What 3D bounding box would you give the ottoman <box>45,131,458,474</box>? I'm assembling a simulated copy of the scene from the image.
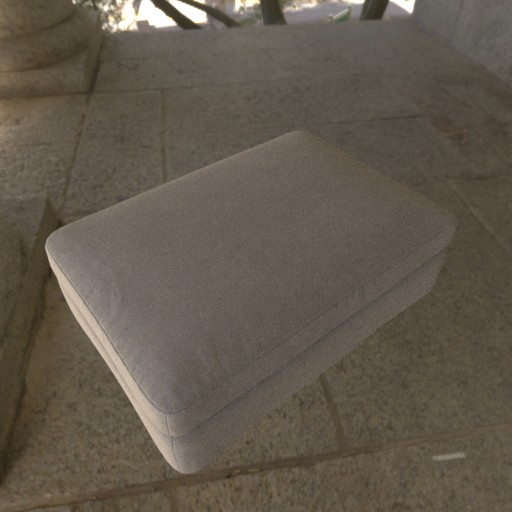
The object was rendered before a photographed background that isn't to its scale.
[{"bbox_3d":[0.000,0.000,1.579,1.199,0.429,0.840,-29,51,-27],"label":"ottoman"}]
